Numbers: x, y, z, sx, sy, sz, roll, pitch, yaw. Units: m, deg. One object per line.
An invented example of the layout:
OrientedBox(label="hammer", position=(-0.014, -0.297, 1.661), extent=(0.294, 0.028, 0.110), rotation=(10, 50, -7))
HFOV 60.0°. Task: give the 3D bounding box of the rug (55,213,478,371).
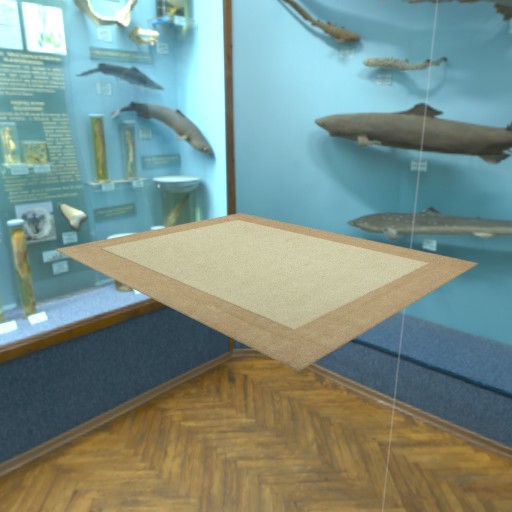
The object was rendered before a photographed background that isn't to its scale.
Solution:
OrientedBox(label="rug", position=(0.000, 0.000, 4.073), extent=(2.438, 0.014, 3.048), rotation=(-16, 24, -42))
